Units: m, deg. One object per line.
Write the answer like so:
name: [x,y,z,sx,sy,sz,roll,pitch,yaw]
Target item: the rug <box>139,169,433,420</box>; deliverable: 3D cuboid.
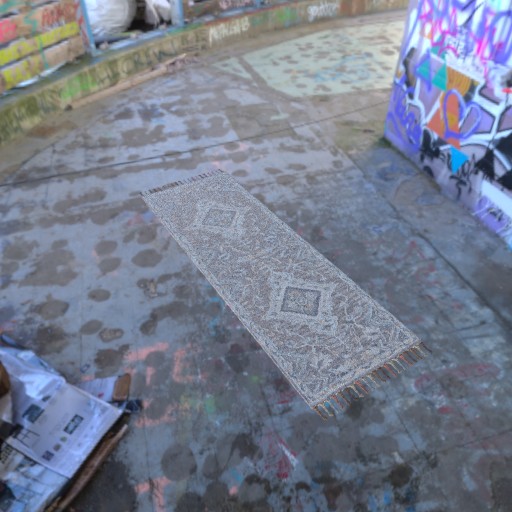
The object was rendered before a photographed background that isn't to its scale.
rug: [0.000,0.000,2.872,1.324,0.018,2.378,-11,41,-13]
